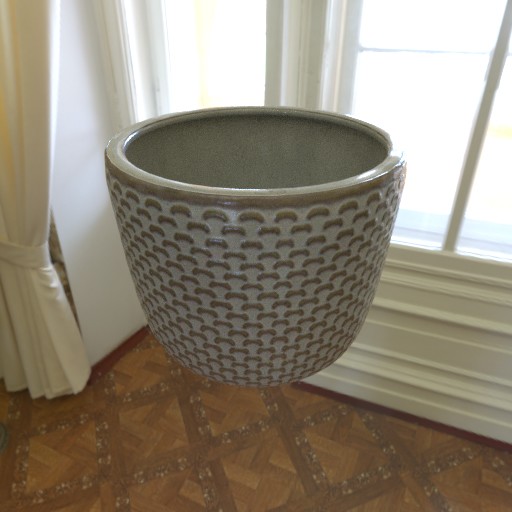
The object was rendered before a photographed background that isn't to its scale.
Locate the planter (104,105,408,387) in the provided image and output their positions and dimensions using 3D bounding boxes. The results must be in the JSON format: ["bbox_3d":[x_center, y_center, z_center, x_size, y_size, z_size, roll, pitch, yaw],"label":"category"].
[{"bbox_3d":[0.000,0.000,0.241,0.139,0.130,0.139,0,31,0],"label":"planter"}]
